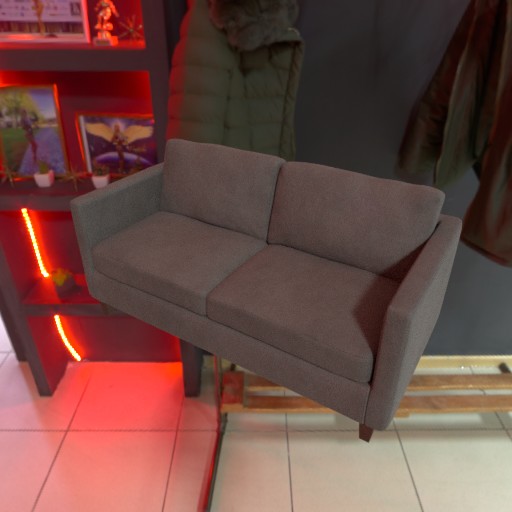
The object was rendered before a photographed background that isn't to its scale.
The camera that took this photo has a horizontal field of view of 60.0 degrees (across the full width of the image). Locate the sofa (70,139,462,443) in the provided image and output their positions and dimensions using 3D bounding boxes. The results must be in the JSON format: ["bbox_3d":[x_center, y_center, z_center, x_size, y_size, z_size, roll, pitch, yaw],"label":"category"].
[{"bbox_3d":[0.000,0.000,2.439,1.884,0.963,0.950,18,35,27],"label":"sofa"}]
